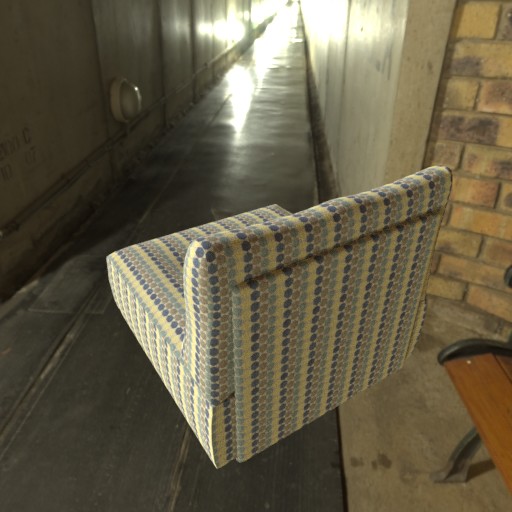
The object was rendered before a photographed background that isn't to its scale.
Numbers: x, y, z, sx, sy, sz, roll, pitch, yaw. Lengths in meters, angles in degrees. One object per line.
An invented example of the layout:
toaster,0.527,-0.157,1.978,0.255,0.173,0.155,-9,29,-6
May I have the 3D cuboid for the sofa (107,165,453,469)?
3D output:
sofa,0.000,0.000,1.726,0.930,0.830,1.000,-19,37,-27
